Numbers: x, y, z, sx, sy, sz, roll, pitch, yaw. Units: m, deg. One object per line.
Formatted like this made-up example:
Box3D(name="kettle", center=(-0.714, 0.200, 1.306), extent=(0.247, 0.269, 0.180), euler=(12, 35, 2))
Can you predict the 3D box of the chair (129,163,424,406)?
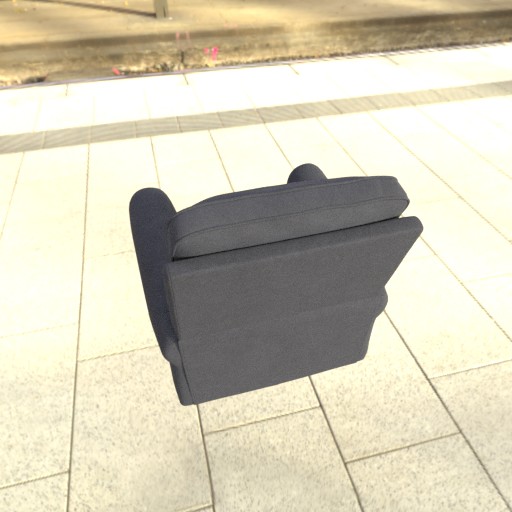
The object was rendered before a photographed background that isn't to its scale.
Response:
Box3D(name="chair", center=(0.000, 0.000, 1.703), extent=(0.890, 0.961, 0.878), euler=(-11, 42, -12))
